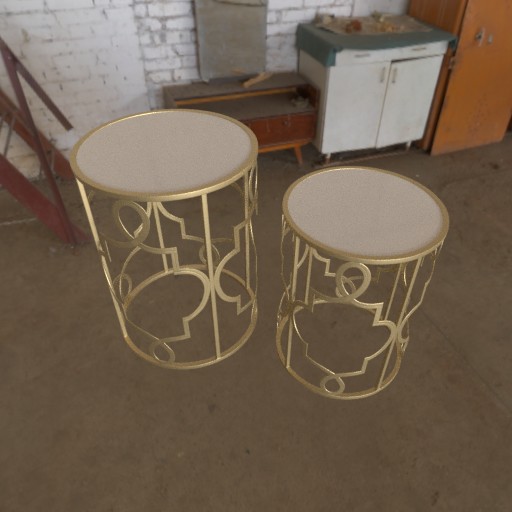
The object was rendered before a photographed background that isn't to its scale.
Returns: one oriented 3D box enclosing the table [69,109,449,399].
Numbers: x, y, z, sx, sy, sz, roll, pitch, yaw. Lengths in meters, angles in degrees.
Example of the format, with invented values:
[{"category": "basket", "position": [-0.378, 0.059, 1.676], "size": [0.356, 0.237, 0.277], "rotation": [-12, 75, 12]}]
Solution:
[{"category": "table", "position": [0.000, 0.000, 1.152], "size": [0.846, 0.564, 0.420], "rotation": [10, 42, 12]}]
